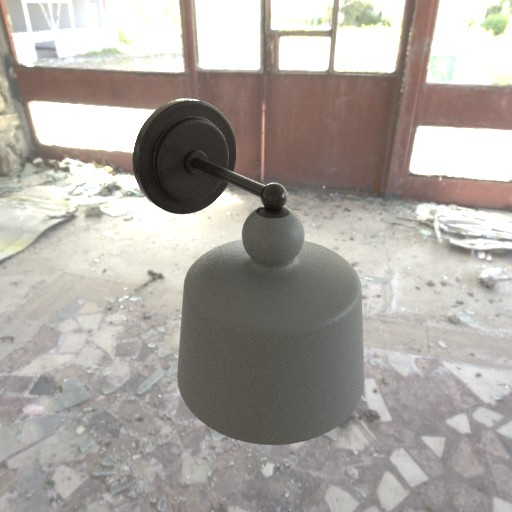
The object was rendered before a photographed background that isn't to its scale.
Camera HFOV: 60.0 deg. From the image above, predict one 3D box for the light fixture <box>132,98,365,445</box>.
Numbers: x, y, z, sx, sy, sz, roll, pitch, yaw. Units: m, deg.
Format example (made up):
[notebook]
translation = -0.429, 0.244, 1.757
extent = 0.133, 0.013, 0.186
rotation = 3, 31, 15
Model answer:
[light fixture]
translation = 0.000, 0.000, 0.445
extent = 0.204, 0.268, 0.254
rotation = -22, 36, -33
